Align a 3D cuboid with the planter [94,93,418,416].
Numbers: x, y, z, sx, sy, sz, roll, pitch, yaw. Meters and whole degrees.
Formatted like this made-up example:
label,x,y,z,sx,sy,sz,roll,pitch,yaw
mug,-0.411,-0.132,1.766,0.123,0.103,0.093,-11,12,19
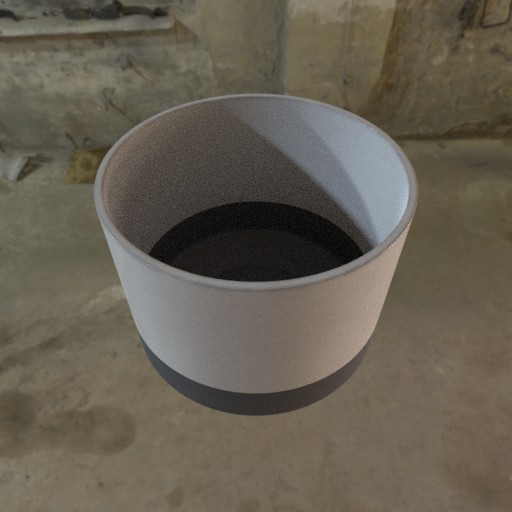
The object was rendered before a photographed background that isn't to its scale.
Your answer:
label,x,y,z,sx,sy,sz,roll,pitch,yaw
planter,0.000,0.000,0.219,0.128,0.105,0.128,0,46,0
